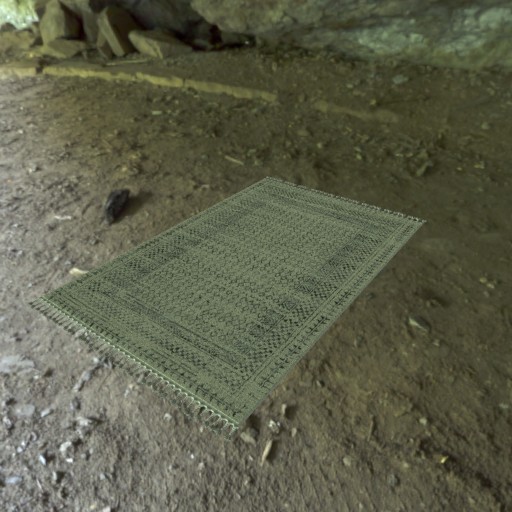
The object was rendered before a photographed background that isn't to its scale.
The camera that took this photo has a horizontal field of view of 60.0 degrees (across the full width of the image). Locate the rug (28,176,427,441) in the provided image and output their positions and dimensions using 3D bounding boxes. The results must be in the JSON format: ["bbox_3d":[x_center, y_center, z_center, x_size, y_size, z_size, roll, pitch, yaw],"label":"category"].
[{"bbox_3d":[0.000,0.000,3.056,1.548,0.013,2.486,22,38,30],"label":"rug"}]
